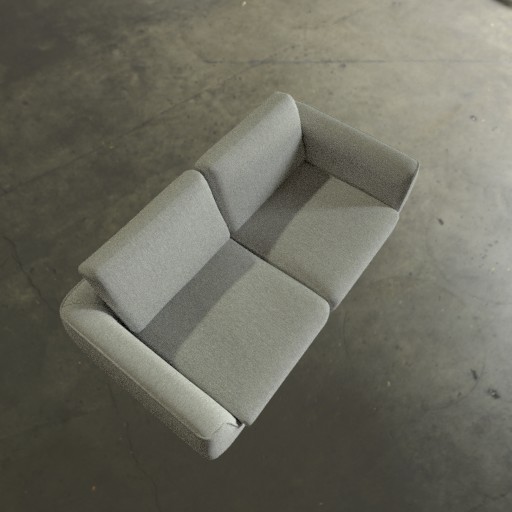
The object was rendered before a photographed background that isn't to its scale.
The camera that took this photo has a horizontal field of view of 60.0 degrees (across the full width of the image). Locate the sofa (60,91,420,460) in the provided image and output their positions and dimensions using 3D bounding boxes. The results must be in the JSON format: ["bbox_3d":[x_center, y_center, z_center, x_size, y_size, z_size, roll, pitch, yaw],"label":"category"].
[{"bbox_3d":[0.000,0.000,2.193,0.920,0.850,1.700,33,64,18],"label":"sofa"}]
